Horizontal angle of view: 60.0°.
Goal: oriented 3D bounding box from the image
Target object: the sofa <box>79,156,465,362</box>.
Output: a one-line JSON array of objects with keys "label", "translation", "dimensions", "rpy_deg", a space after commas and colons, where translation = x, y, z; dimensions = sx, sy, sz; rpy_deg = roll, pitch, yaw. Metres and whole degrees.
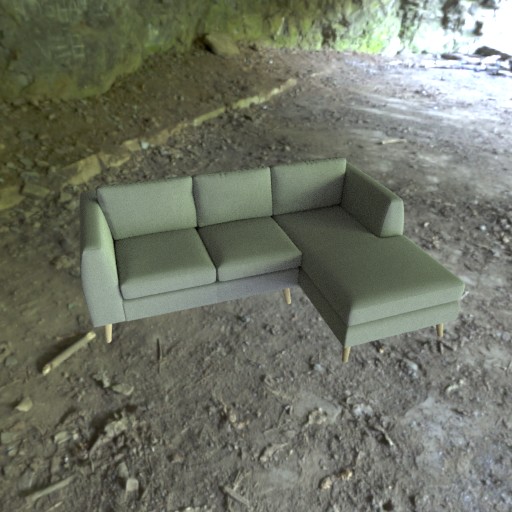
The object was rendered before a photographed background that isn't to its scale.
[{"label": "sofa", "translation": [0.000, 0.000, 3.115], "dimensions": [2.300, 0.860, 1.580], "rpy_deg": [-10, 33, -16]}]
